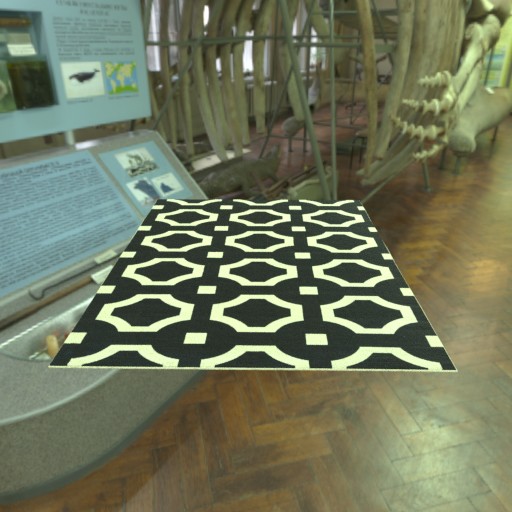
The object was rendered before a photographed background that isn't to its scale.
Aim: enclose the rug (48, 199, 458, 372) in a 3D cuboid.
[{"bbox_3d":[0.000,0.000,4.024,2.466,0.021,3.049,0,26,1],"label":"rug"}]
